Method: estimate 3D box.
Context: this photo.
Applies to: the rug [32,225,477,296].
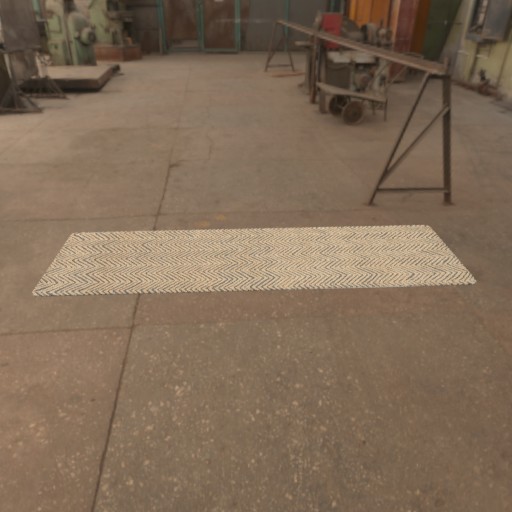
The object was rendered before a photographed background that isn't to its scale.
[{"bbox_3d":[0.000,0.000,2.549,2.286,0.008,0.686,-1,30,-2],"label":"rug"}]
